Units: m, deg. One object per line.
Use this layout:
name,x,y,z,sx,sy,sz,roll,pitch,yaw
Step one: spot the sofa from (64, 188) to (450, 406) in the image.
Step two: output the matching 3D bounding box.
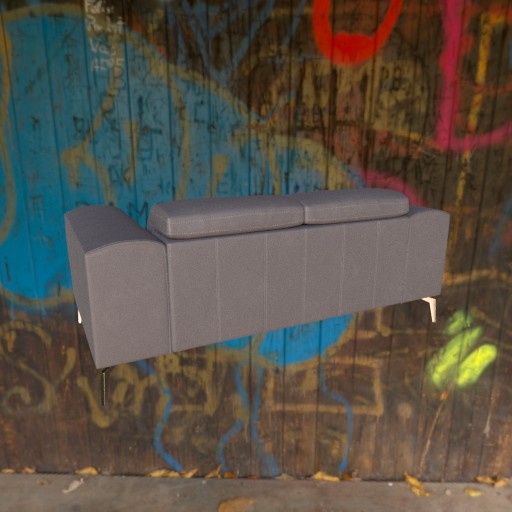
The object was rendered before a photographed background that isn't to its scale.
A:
sofa,0.000,0.000,2.470,1.895,0.779,1.003,-7,17,-26
